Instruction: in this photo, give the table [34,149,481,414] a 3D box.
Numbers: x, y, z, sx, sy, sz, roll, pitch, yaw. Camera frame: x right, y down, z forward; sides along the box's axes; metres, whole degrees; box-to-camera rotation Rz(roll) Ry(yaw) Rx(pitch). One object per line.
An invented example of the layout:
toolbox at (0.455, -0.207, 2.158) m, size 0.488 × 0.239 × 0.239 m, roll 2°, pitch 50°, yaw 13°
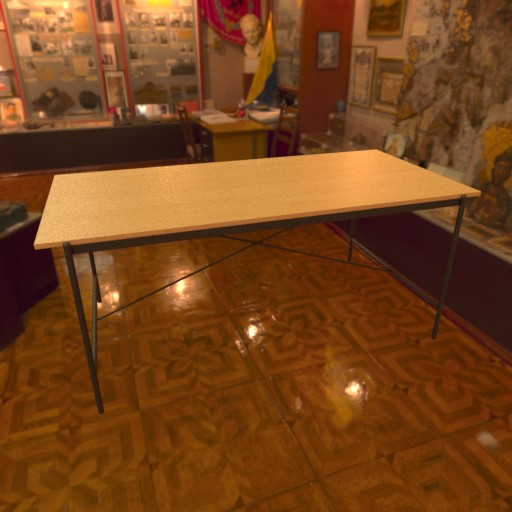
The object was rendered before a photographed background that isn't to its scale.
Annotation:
table at (0.000, 0.000, 2.226) m, size 1.800 × 0.758 × 0.900 m, roll -8°, pitch 27°, yaw -16°
